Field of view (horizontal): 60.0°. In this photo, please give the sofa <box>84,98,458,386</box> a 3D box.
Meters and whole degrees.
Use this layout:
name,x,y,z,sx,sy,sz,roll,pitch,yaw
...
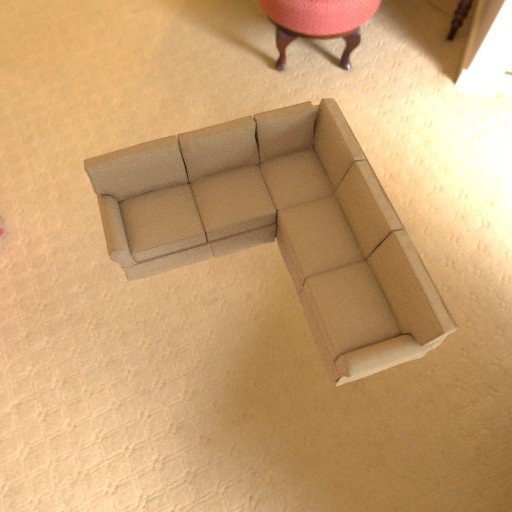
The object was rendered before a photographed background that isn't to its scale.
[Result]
name,x,y,z,sx,sy,sz,roll,pitch,yaw
sofa,0.000,0.000,4.344,2.730,1.124,2.733,-17,66,-8
